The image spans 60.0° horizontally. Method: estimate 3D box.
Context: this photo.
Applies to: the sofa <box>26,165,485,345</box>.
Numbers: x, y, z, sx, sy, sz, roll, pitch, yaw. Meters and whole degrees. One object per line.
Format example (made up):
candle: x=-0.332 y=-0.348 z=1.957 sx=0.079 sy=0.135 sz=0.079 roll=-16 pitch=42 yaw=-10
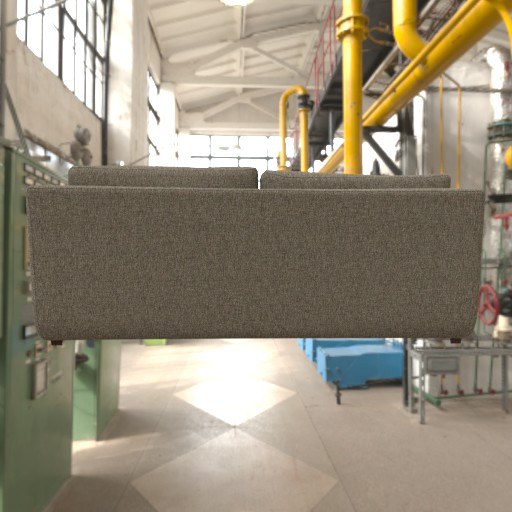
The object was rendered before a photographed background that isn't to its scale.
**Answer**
sofa: x=0.000 y=0.000 z=2.833 sx=2.418 sy=0.998 sz=1.103 roll=0 pitch=-1 yaw=-2
